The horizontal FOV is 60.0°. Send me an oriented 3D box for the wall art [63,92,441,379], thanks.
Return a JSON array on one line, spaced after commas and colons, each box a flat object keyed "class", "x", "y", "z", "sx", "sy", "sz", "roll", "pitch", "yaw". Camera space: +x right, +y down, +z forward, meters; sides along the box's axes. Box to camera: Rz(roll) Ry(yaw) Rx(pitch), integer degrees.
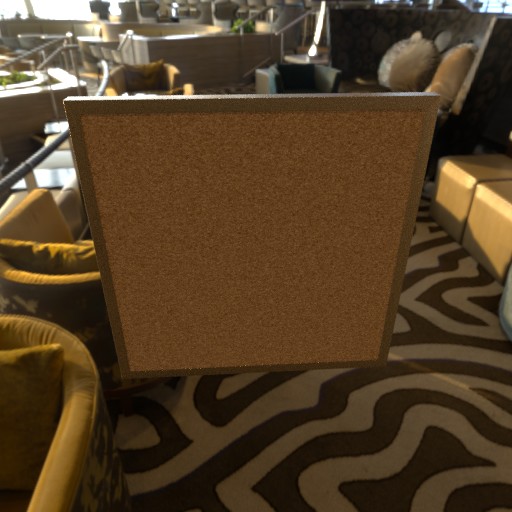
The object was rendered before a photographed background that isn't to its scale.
[{"class": "wall art", "x": 0.000, "y": 0.000, "z": 1.107, "sx": 0.767, "sy": 0.765, "sz": 0.036, "roll": -2, "pitch": 31, "yaw": -3}]
